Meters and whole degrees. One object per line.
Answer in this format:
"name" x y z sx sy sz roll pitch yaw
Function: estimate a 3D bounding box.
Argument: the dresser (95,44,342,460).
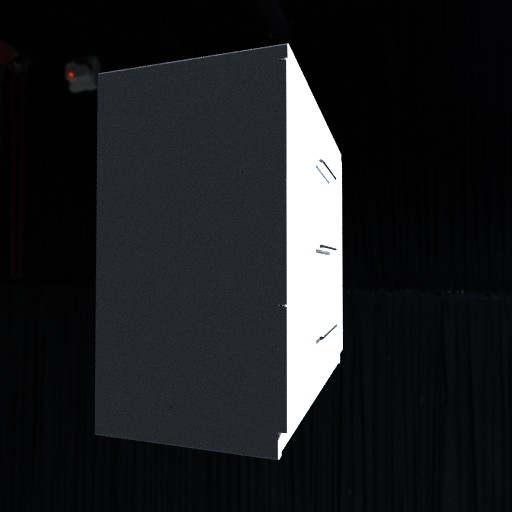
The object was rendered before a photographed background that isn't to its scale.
"dresser" 0.000 0.000 1.238 0.420 0.740 0.830 0 -1 18
